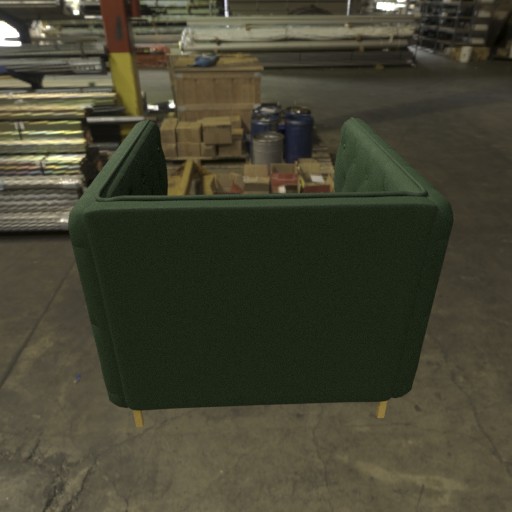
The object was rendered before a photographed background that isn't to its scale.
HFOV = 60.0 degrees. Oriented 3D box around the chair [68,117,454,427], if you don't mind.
[{"bbox_3d":[0.000,0.000,1.518,0.917,0.768,0.855,-1,30,-2],"label":"chair"}]
